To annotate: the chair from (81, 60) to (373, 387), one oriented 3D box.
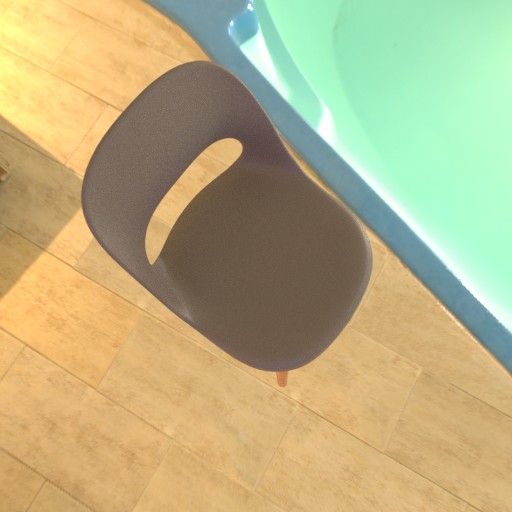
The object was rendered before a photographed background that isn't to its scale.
[{"bbox_3d":[0.000,0.000,1.113,0.556,0.795,0.470,35,78,9],"label":"chair"}]
